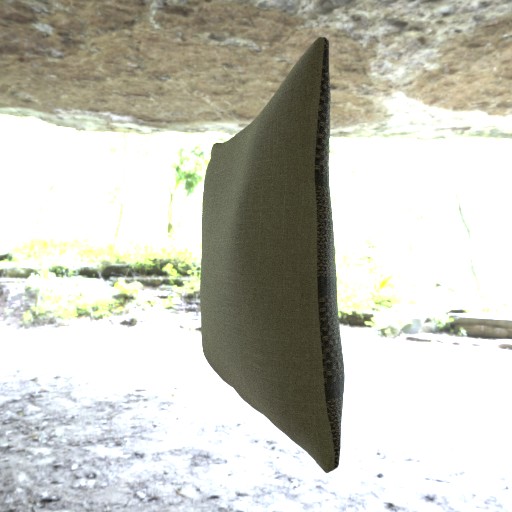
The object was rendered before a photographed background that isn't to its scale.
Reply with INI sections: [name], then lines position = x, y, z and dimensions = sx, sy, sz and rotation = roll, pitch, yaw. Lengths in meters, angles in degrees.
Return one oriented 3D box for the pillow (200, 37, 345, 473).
[pillow]
position = 0.000, 0.000, 0.637
dimensions = 0.138, 0.432, 0.435
rotation = 0, -1, -20
